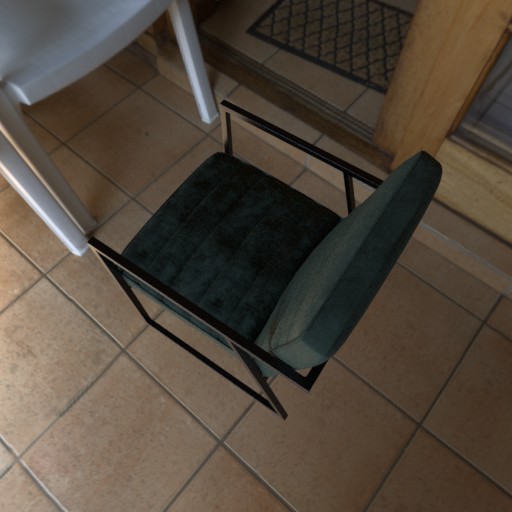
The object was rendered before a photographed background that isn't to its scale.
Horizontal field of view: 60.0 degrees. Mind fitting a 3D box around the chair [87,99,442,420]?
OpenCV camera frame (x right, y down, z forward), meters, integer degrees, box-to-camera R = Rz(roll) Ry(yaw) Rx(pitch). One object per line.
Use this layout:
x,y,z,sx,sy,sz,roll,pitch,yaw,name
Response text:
0.000,0.000,1.290,0.677,0.833,0.571,31,68,15,chair
